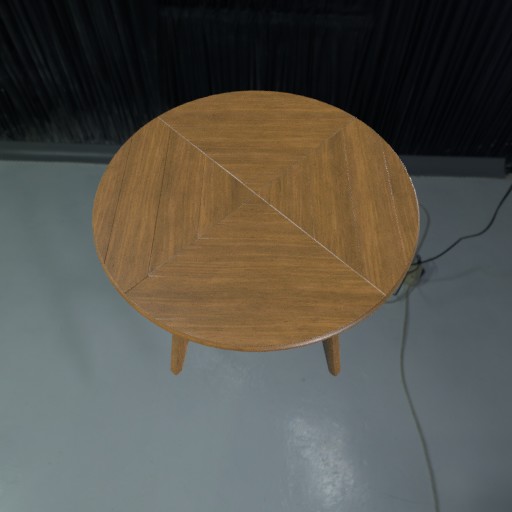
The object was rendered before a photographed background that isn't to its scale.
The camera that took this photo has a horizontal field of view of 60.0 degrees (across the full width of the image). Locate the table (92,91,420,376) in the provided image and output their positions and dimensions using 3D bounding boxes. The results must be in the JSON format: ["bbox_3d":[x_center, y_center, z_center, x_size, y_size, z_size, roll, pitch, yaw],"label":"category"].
[{"bbox_3d":[0.000,0.000,1.762,1.055,0.757,1.055,0,58,0],"label":"table"}]
